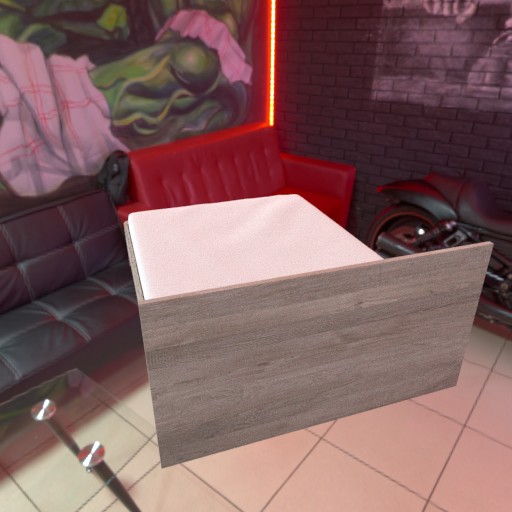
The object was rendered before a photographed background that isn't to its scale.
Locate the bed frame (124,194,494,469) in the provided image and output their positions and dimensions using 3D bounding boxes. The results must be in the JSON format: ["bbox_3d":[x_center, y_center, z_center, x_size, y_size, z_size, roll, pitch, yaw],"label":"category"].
[{"bbox_3d":[0.000,0.000,2.691,1.490,0.800,1.950,-9,28,-17],"label":"bed frame"}]
